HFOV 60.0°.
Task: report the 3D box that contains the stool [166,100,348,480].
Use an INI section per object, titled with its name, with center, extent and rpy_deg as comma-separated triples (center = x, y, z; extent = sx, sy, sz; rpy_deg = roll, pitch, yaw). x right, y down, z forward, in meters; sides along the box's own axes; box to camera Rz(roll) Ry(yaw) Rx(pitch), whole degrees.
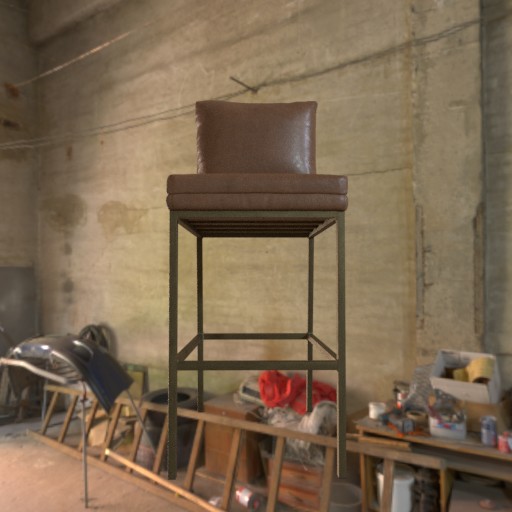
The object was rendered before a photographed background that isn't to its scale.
[stool]
center = 0.000, 0.000, 1.387
extent = 0.463, 1.124, 0.571
rpy_deg = 0, -2, -1
